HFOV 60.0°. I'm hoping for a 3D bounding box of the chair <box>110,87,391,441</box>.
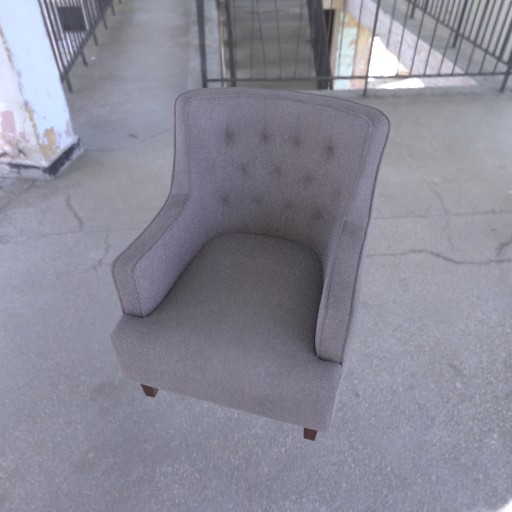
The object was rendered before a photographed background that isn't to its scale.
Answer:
[{"bbox_3d":[0.000,0.000,1.619,0.781,0.919,0.910,11,42,12],"label":"chair"}]
